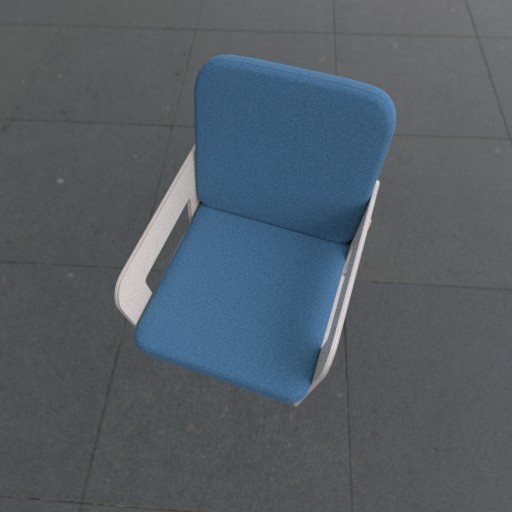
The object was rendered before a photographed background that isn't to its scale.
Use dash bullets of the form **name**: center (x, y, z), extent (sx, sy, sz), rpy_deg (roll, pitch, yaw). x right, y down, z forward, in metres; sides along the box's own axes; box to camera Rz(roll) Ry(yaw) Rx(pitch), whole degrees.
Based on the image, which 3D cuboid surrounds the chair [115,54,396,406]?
- **chair**: center (0.000, 0.000, 1.203), extent (0.547, 0.747, 0.657), rpy_deg (16, 60, 10)
